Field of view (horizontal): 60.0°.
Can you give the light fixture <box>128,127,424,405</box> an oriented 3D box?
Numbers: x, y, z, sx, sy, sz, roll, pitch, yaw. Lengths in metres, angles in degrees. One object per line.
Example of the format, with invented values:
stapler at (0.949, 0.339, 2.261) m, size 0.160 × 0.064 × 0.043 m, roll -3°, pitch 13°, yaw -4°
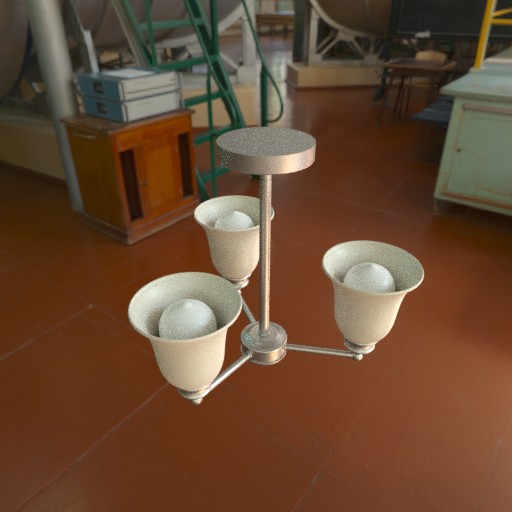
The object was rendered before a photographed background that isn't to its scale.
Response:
light fixture at (0.000, 0.000, 0.663) m, size 0.388 × 0.370 × 0.354 m, roll -10°, pitch 33°, yaw -16°
